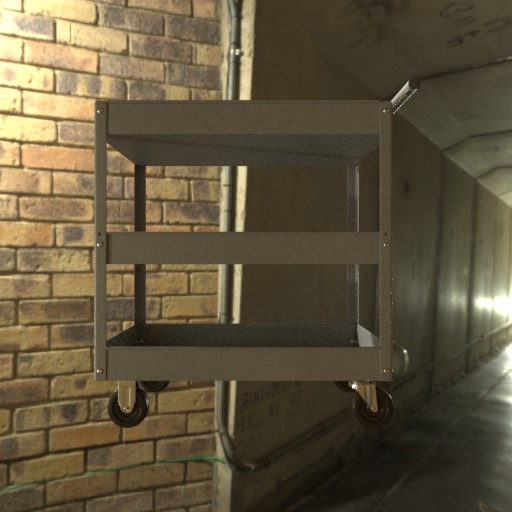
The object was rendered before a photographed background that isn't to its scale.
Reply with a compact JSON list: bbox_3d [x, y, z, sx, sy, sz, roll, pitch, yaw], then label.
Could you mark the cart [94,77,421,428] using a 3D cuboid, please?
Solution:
[{"bbox_3d":[0.000,0.000,1.149,0.719,0.780,0.366,0,0,0],"label":"cart"}]
